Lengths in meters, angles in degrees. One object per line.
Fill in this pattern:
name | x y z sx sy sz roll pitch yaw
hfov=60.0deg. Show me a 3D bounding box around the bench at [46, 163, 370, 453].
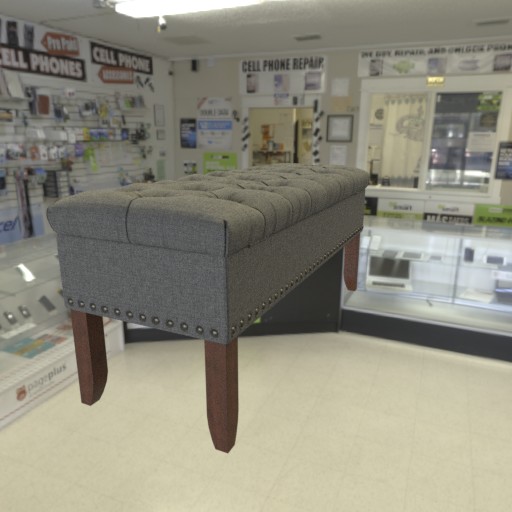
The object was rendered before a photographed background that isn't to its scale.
bench | 0.000 0.000 1.284 0.417 0.470 1.052 7 17 25
